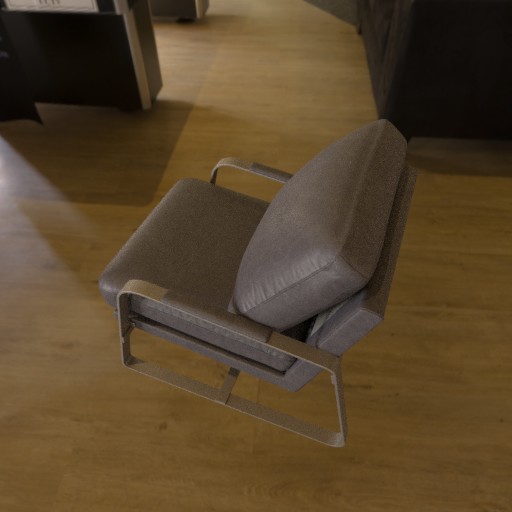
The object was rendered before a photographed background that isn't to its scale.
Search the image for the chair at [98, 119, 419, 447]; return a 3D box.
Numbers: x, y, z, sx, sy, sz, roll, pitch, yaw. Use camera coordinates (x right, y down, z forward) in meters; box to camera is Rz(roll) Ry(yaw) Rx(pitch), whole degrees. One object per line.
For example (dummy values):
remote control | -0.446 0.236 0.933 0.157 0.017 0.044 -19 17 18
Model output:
chair | 0.000 0.000 1.472 0.878 0.839 0.692 16 49 14
